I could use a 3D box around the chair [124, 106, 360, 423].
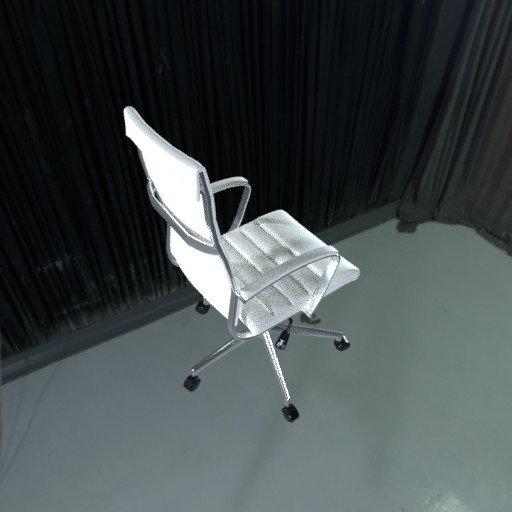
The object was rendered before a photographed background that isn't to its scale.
[{"bbox_3d":[0.000,0.000,1.667,0.739,1.149,0.766,-24,46,-26],"label":"chair"}]
